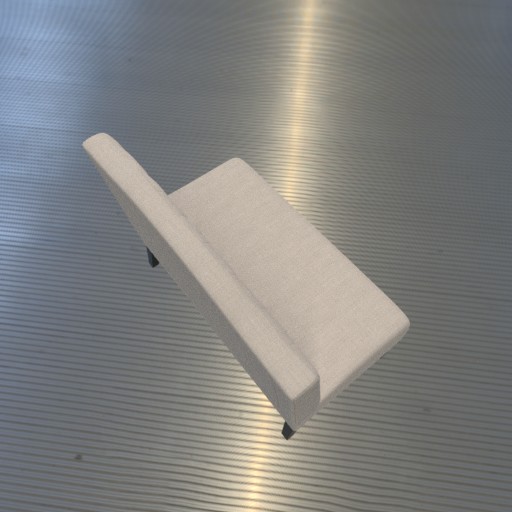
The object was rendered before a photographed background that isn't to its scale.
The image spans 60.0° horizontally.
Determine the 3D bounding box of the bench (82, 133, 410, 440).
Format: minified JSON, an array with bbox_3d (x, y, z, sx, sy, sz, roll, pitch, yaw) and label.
[{"bbox_3d":[0.000,0.000,2.046,0.815,1.180,1.335,-34,65,-19],"label":"bench"}]
